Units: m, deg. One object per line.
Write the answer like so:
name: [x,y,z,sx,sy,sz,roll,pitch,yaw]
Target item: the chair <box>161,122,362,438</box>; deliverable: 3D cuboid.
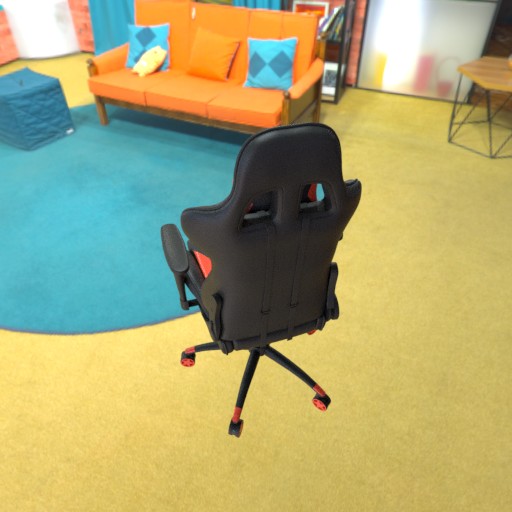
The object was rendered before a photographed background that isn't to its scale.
chair: [0.000,0.000,1.697,0.695,1.282,0.730,-12,42,-14]
